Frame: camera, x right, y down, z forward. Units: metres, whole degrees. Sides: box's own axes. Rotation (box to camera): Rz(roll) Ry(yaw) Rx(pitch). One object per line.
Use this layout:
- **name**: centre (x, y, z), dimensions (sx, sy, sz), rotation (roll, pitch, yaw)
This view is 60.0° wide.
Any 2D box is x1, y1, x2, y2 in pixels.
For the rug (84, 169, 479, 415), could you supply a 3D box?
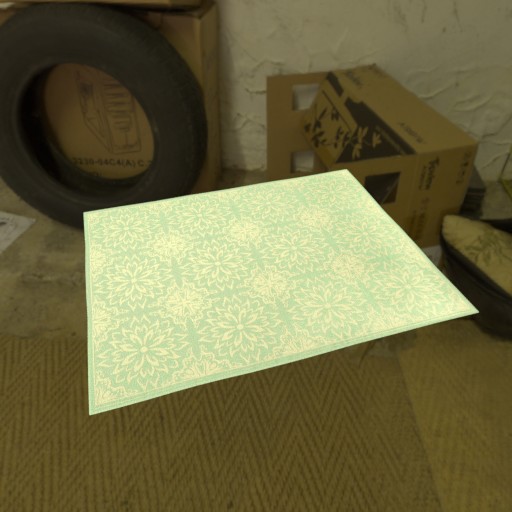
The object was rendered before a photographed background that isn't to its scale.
- **rug**: centre (0.000, 0.000, 4.040), dimensions (2.980, 0.012, 2.363), rotation (-11, 42, -13)
